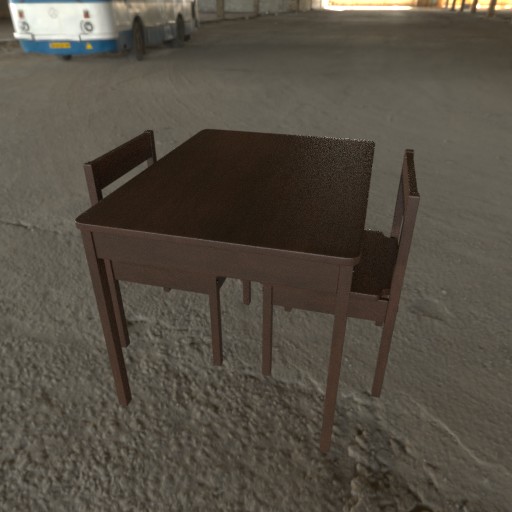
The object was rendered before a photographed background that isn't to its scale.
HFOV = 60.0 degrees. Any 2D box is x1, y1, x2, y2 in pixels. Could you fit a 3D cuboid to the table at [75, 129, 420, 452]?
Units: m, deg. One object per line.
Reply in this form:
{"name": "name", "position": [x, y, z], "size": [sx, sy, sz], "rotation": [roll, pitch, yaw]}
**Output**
{"name": "table", "position": [0.000, 0.000, 1.092], "size": [0.672, 0.503, 0.650], "rotation": [8, 31, 13]}
